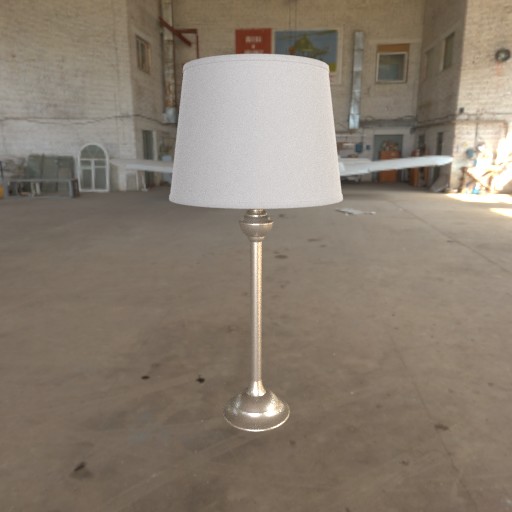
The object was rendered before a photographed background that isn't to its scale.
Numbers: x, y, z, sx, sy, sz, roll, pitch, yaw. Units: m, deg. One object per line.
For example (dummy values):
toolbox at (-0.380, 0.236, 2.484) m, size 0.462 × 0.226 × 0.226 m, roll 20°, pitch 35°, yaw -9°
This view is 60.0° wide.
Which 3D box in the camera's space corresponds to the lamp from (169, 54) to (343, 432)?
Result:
lamp at (0.000, 0.000, 0.886) m, size 0.331 × 0.698 × 0.331 m, roll 0°, pitch 14°, yaw 0°
